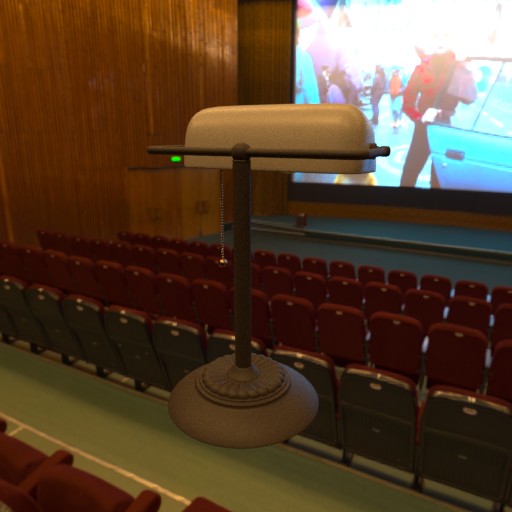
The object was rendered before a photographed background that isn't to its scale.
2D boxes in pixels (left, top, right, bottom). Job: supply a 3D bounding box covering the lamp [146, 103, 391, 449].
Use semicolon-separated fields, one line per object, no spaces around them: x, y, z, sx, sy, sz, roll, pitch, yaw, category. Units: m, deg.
0.000;0.000;0.515;0.264;0.339;0.243;8;17;27;lamp
